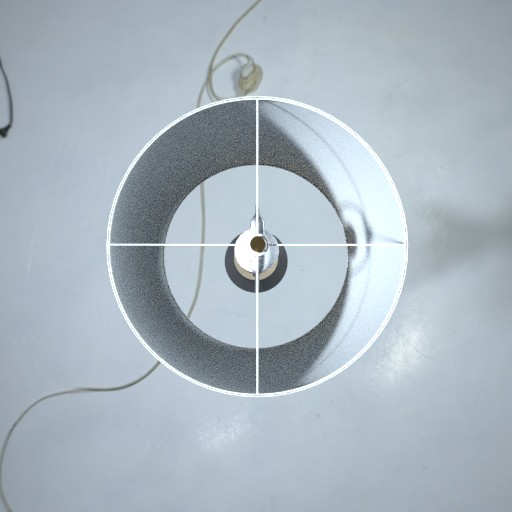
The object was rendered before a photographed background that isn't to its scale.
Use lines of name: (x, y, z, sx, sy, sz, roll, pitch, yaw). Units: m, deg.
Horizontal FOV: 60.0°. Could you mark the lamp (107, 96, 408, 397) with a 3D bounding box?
lamp: (0.000, 0.000, 0.737, 0.308, 0.580, 0.308, 0, 88, 0)
